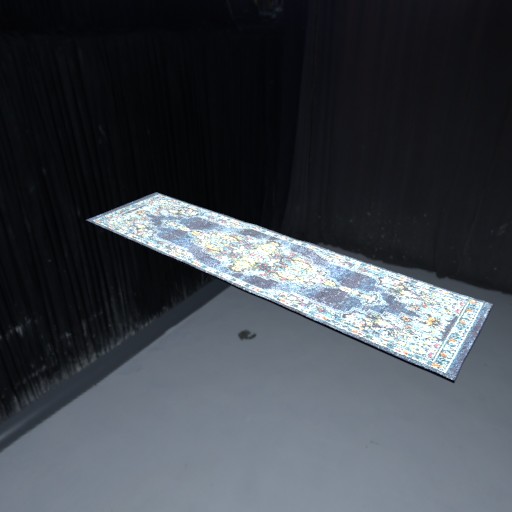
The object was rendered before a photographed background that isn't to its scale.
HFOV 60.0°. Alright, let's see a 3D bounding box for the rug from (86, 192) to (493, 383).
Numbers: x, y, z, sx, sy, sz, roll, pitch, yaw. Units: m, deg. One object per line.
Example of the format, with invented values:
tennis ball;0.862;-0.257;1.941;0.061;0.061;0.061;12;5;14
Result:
rug;0.000;0.000;2.424;2.283;0.016;0.602;21;36;32
